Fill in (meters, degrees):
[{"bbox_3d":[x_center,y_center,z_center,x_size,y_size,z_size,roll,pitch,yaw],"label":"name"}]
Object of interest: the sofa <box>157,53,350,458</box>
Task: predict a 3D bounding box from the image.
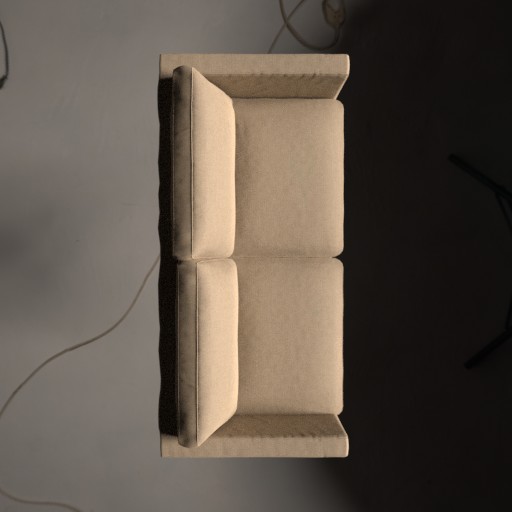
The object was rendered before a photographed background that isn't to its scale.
[{"bbox_3d":[0.000,0.000,2.423,0.956,0.847,1.987,0,91,0],"label":"sofa"}]
